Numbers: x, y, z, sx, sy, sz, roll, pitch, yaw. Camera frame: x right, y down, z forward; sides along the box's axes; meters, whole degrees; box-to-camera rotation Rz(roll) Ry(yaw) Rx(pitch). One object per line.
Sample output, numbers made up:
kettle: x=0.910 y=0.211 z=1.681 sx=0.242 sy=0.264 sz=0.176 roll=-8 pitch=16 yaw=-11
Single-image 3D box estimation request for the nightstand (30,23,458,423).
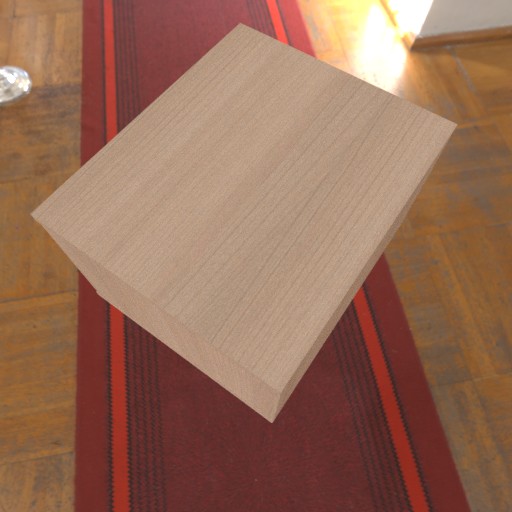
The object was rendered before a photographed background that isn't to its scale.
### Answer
nightstand: x=0.000 y=0.000 z=0.829 sx=0.380 sy=0.530 sz=0.450 roll=32 pitch=68 yaw=15
